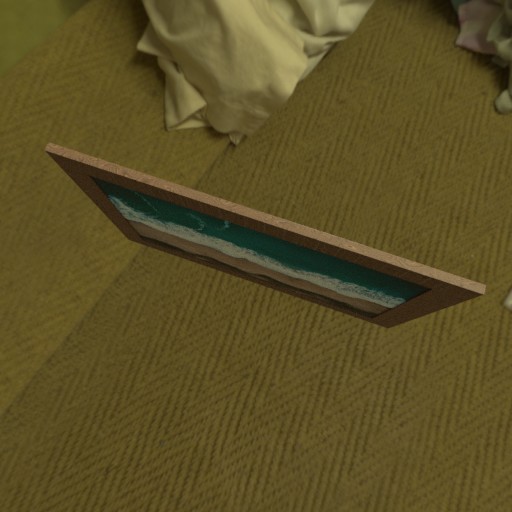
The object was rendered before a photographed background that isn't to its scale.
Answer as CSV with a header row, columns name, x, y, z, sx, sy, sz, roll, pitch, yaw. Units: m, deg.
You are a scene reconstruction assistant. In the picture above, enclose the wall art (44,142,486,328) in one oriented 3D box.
name,x,y,z,sx,sy,sz,roll,pitch,yaw
wall art,0.000,0.000,1.179,0.917,0.626,0.019,19,76,5
